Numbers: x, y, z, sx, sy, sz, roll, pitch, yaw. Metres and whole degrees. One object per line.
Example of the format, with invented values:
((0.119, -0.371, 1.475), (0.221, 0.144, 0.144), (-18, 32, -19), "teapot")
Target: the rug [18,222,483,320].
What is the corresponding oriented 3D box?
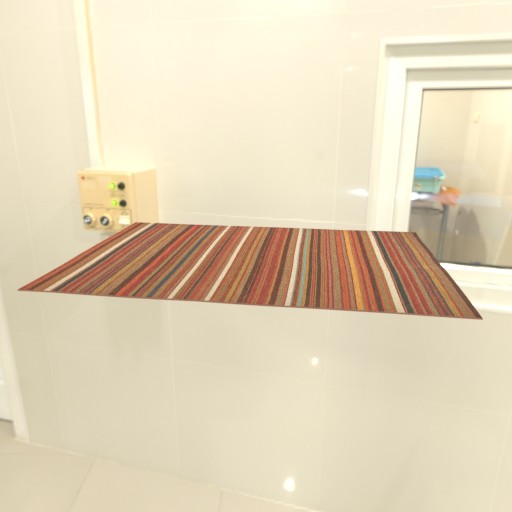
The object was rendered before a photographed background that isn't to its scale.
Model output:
((0.000, 0.000, 2.288), (1.828, 0.007, 1.217), (3, 18, 8), "rug")
